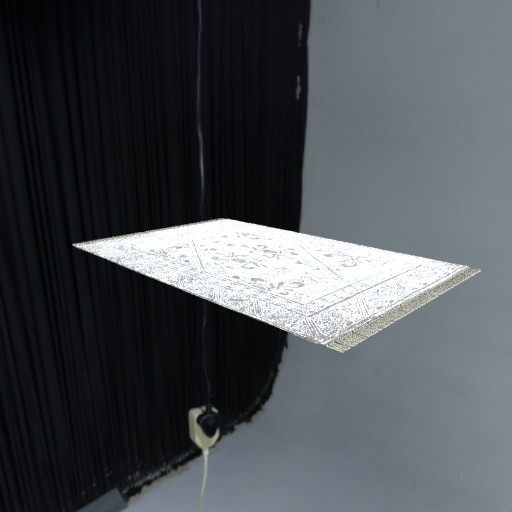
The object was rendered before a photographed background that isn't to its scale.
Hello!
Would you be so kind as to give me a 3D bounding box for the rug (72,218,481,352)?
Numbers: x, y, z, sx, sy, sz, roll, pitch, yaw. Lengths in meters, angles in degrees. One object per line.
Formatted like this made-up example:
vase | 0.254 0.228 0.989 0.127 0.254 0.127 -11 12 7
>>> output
rug | 0.000 0.000 3.047 2.440 0.010 1.529 15 21 43
